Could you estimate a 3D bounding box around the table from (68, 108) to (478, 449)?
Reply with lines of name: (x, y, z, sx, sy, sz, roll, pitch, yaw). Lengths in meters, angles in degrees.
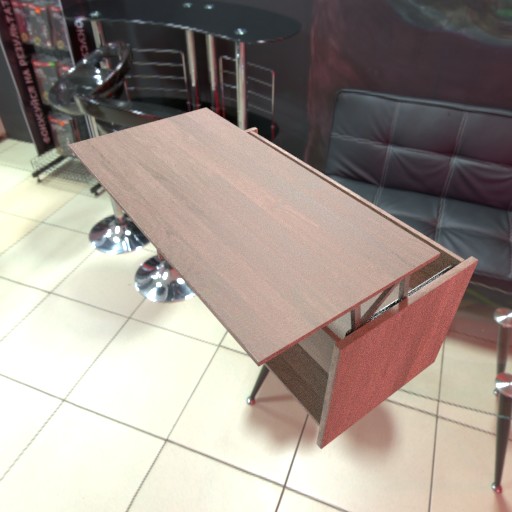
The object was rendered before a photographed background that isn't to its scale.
table: (0.000, 0.000, 1.405, 0.712, 0.570, 1.000, -25, 46, -26)
